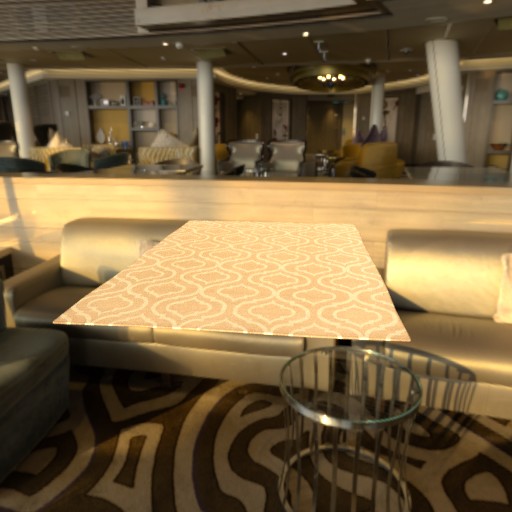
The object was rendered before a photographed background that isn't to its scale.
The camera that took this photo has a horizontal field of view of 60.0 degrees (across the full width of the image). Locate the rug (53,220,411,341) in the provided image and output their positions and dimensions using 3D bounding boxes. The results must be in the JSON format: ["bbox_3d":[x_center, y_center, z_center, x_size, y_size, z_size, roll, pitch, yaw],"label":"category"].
[{"bbox_3d":[0.000,0.000,2.224,1.152,0.013,1.761,2,16,6],"label":"rug"}]
